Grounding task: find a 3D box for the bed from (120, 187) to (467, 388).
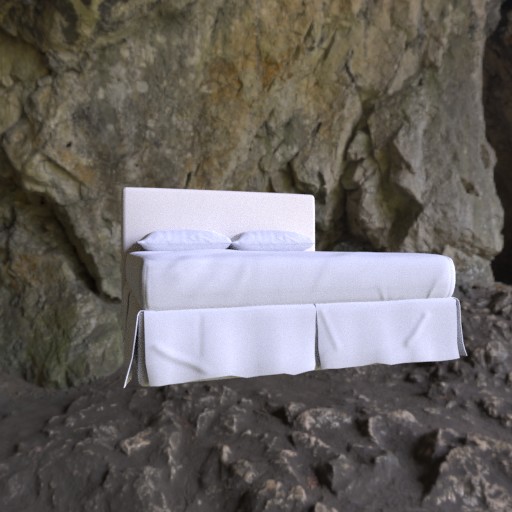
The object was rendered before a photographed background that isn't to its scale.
[{"bbox_3d":[0.000,0.000,3.569,2.119,1.317,2.341,0,1,-18],"label":"bed"}]
